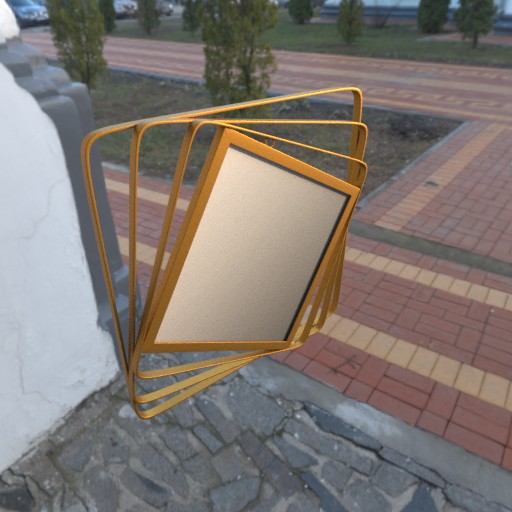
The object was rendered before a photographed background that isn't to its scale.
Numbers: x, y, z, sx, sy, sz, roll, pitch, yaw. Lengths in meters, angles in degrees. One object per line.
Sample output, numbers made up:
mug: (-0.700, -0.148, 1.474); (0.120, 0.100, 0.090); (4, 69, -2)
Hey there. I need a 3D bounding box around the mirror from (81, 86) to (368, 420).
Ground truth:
mirror: (0.000, 0.000, 0.703); (0.470, 0.468, 0.045); (-22, 37, -33)
